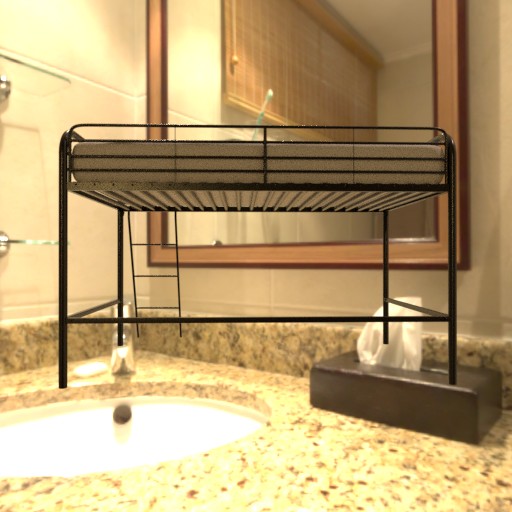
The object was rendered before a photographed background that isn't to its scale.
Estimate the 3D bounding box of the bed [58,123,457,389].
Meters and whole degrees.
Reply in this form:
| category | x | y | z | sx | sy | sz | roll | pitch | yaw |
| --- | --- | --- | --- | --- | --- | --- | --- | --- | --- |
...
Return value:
| category | x | y | z | sx | sy | sz | roll | pitch | yaw |
| --- | --- | --- | --- | --- | --- | --- | --- | --- | --- |
| bed | 0.000 | 0.000 | 2.866 | 1.968 | 1.289 | 1.393 | 0 | 0 | -2 |
